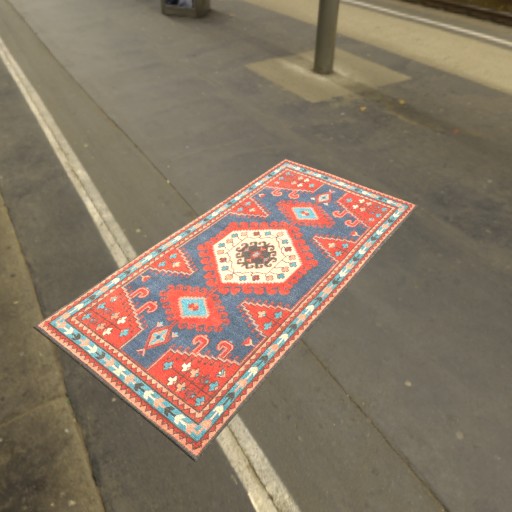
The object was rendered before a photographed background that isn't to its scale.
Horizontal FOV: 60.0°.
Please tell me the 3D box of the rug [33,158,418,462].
[{"bbox_3d":[0.000,0.000,3.590,1.522,0.034,3.032,26,47,28],"label":"rug"}]
